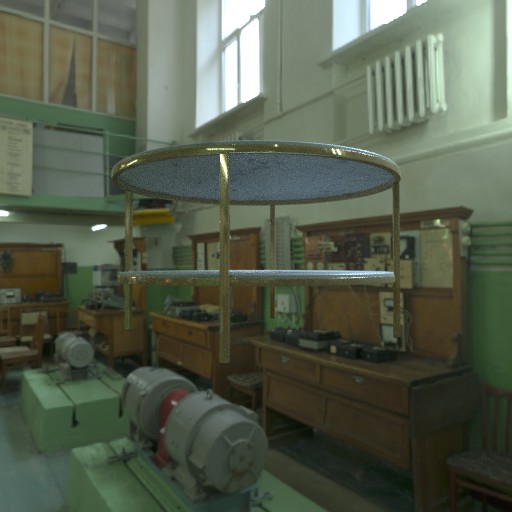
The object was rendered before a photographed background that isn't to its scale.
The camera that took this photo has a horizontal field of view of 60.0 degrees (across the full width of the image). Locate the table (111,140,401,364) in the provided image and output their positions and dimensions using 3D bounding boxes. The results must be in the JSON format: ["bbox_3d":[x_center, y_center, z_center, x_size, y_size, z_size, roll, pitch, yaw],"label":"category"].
[{"bbox_3d":[0.000,0.000,1.285,0.800,0.450,0.800,0,-1,0],"label":"table"}]
